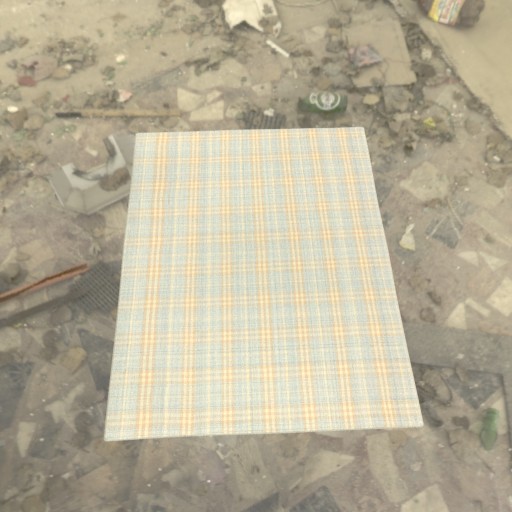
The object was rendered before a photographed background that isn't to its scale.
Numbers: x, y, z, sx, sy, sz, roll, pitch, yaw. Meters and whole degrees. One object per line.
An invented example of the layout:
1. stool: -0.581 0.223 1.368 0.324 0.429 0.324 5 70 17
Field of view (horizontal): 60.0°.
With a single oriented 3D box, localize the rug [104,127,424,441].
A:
1. rug: 0.000 0.000 4.088 2.462 0.030 3.066 -2 63 -1
